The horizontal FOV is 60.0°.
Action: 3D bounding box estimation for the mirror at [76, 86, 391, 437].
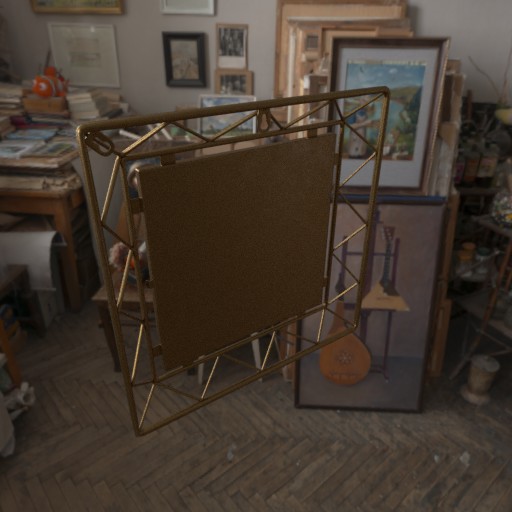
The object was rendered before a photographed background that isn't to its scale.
[{"bbox_3d":[0.000,0.000,0.608,0.416,0.414,0.046,-18,34,-30],"label":"mirror"}]
